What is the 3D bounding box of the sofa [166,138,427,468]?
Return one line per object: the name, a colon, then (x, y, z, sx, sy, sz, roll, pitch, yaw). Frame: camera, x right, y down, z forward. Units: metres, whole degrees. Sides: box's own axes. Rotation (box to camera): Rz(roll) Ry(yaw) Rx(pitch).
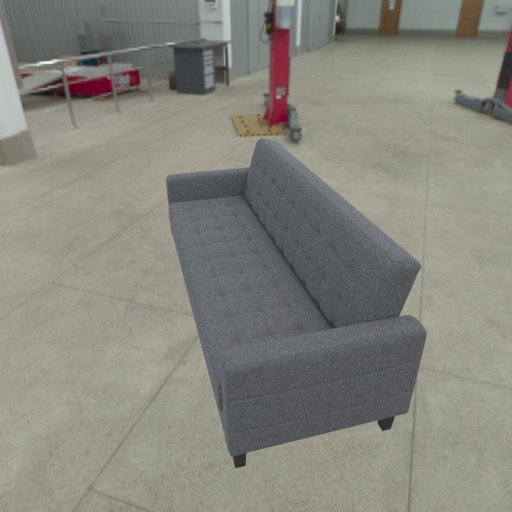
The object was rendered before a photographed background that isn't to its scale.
sofa: (0.000, 0.000, 2.506, 0.810, 0.850, 2.040, -8, 31, -14)
